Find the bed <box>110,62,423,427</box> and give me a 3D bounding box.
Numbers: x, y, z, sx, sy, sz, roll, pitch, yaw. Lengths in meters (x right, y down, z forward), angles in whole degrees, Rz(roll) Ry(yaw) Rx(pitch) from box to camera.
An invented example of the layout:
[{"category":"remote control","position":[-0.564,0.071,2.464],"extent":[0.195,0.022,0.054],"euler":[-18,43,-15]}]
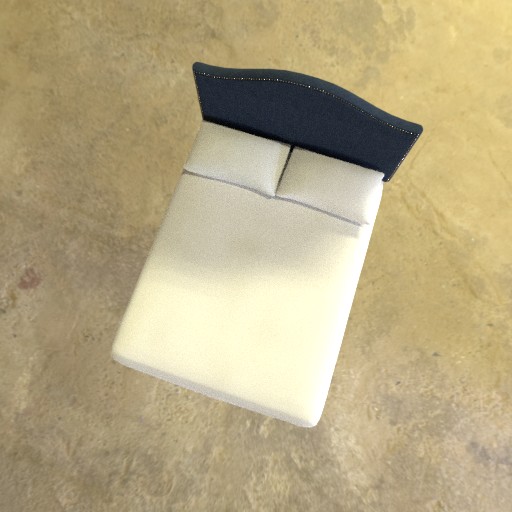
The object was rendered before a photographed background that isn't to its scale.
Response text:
[{"category":"bed","position":[0.000,0.000,3.311],"extent":[1.713,1.518,2.153],"euler":[18,75,5]}]
